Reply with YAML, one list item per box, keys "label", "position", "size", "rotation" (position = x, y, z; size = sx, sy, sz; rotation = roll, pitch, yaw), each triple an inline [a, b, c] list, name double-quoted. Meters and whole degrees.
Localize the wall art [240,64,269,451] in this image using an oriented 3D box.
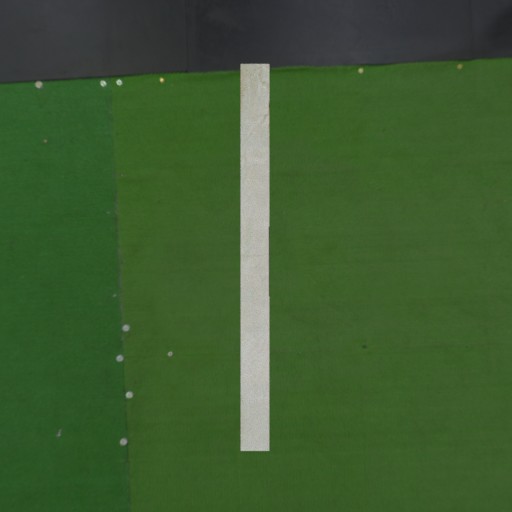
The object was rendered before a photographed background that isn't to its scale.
- label: "wall art"
  position: [0.000, 0.000, 0.963]
  size: [0.038, 0.764, 0.508]
  rotation: [0, 90, 0]
